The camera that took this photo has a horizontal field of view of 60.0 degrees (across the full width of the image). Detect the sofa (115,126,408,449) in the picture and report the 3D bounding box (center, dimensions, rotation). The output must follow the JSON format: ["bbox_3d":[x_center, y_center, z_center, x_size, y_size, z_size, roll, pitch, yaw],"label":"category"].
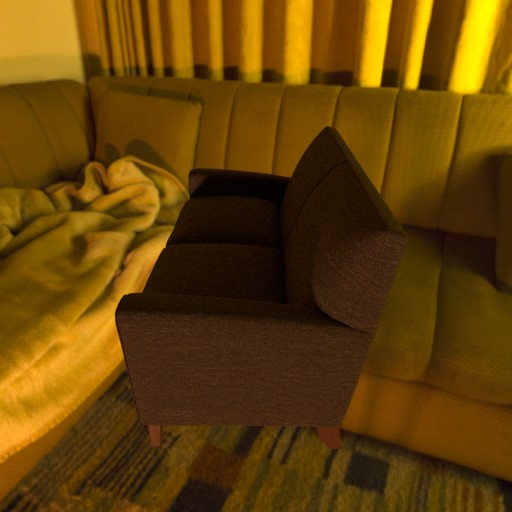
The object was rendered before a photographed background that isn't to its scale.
[{"bbox_3d":[0.000,0.000,2.046,0.867,0.905,1.509,1,27,1],"label":"sofa"}]
